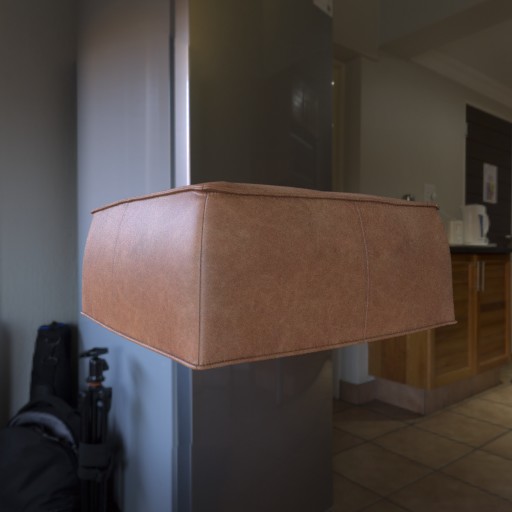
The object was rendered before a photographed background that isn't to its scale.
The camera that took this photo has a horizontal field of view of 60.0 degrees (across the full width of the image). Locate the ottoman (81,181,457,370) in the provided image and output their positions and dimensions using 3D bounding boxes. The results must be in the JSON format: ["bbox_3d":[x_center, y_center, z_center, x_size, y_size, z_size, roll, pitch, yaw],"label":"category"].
[{"bbox_3d":[0.000,0.000,1.398,0.902,0.395,0.901,-1,2,-35],"label":"ottoman"}]
